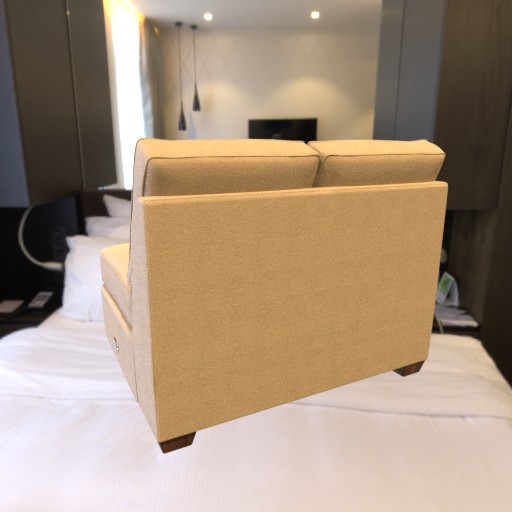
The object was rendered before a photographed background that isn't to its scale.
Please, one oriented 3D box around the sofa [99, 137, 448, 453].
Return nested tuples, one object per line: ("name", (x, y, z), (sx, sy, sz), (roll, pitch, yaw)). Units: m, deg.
("sofa", (0.000, 0.000, 1.978), (1.232, 1.006, 0.978), (-7, 16, -27))
